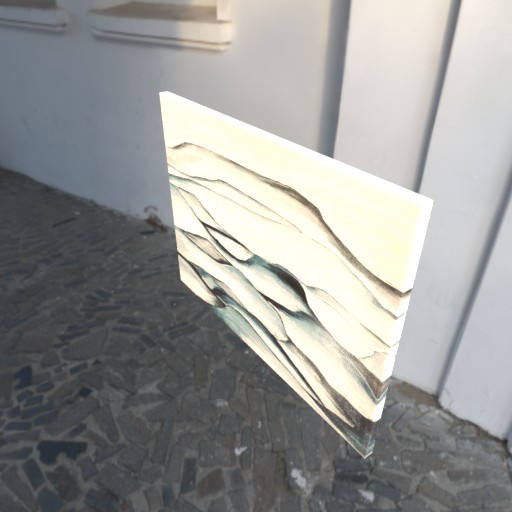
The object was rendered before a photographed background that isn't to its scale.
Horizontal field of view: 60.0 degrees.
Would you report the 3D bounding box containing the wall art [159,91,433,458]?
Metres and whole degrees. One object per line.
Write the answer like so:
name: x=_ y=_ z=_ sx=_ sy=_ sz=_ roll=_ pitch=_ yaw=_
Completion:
wall art: x=0.000 y=0.000 z=1.597 sx=0.039 sy=0.915 sz=1.219 roll=-22 pitch=39 yaw=-30
